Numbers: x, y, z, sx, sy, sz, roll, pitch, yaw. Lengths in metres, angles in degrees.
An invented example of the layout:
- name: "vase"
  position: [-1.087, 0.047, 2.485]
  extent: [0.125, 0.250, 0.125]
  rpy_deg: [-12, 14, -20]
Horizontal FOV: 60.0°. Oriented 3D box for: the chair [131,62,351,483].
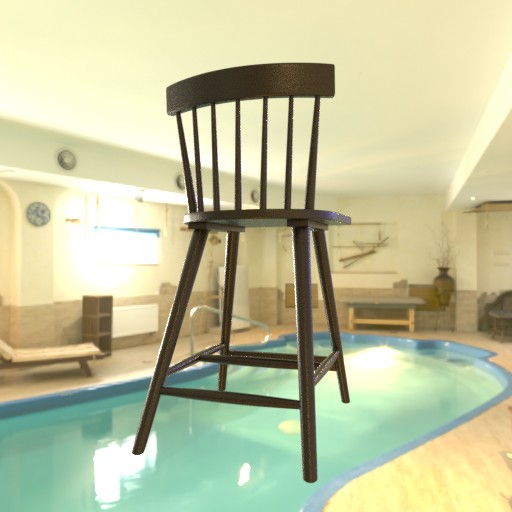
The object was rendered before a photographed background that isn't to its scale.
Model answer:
- name: "chair"
  position: [0.000, 0.000, 1.257]
  extent: [0.483, 0.952, 0.572]
  rpy_deg: [0, -1, 18]
